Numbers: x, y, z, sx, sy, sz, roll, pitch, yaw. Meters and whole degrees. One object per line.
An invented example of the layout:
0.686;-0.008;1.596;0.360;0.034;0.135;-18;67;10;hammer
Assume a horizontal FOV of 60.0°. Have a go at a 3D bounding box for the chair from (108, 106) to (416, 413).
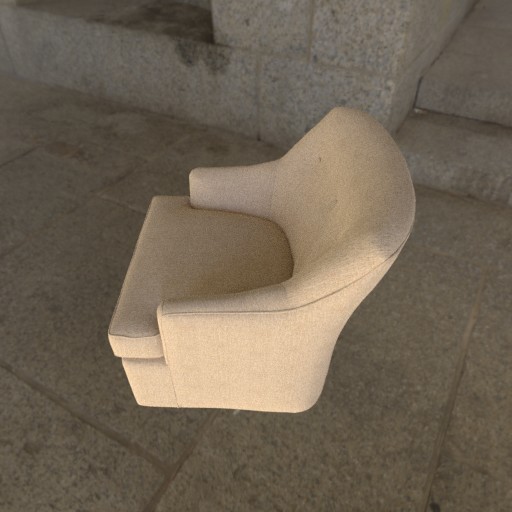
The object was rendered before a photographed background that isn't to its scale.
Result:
0.000;0.000;1.624;0.923;0.856;0.864;1;42;1;chair
